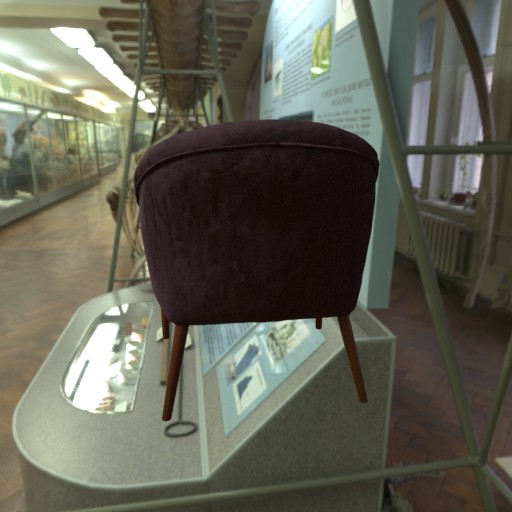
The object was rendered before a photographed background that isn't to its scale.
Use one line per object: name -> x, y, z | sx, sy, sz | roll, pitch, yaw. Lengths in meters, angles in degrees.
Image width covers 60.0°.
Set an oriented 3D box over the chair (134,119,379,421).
chair -> 0.000, 0.000, 1.554 | 0.851, 0.885, 0.776 | -2, 15, -9
